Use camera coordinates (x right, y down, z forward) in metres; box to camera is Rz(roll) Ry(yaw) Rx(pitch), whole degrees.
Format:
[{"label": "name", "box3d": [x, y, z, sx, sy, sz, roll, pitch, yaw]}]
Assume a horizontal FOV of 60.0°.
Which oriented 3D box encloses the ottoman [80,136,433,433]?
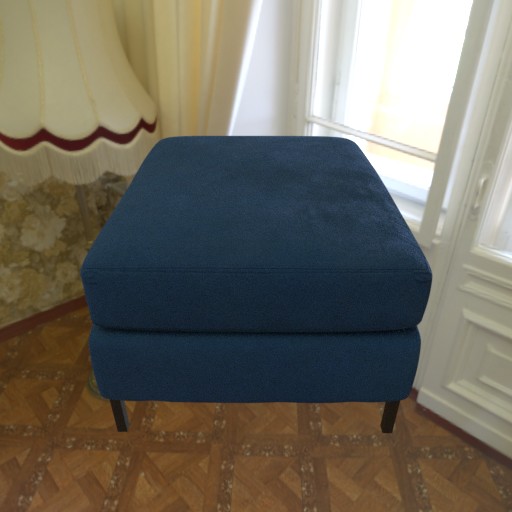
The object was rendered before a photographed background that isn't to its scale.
[{"label": "ottoman", "box3d": [0.000, 0.000, 1.174, 0.655, 0.485, 0.794, 0, 32, 0]}]
